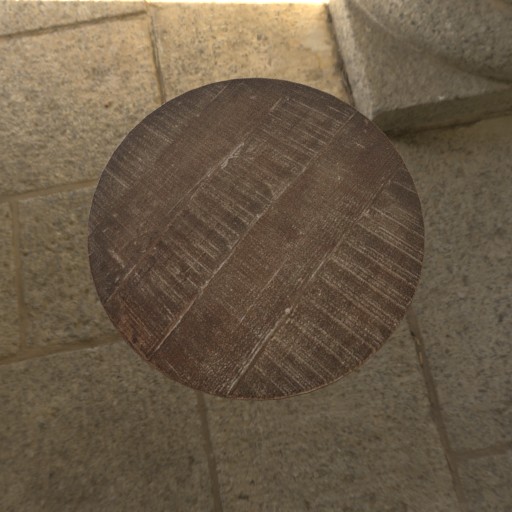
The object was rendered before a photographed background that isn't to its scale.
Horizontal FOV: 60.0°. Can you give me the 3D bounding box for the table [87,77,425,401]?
[{"bbox_3d":[0.000,0.000,0.945,0.557,0.437,0.557,0,76,0],"label":"table"}]
